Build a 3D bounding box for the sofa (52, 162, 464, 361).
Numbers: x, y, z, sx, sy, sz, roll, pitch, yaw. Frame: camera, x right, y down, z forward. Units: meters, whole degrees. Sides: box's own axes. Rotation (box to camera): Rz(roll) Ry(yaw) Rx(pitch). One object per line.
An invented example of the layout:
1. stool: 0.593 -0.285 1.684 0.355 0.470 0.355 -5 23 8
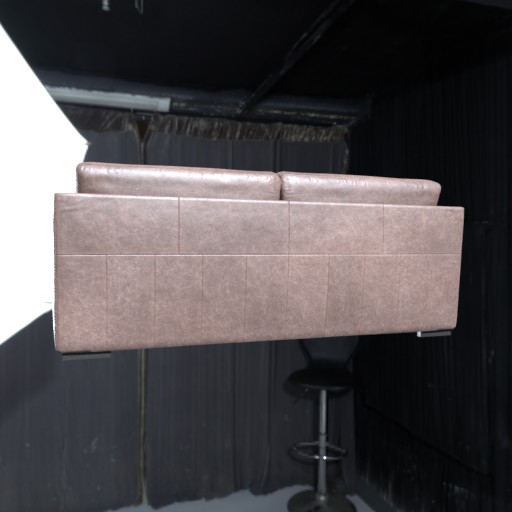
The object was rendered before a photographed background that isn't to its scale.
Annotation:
1. sofa: 0.000 0.000 2.777 2.261 0.941 1.143 0 1 -17
